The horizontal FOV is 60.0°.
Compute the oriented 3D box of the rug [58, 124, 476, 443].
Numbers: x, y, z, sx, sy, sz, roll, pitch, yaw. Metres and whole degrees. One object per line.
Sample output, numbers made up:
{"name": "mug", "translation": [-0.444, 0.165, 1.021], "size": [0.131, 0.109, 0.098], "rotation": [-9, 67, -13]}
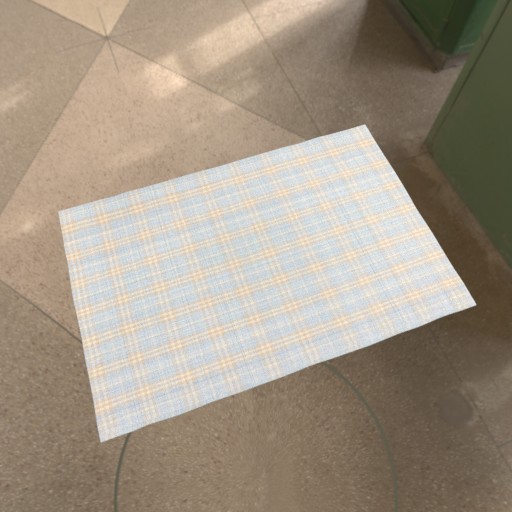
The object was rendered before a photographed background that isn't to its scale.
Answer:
{"name": "rug", "translation": [0.000, 0.000, 2.261], "size": [1.835, 0.012, 1.231], "rotation": [-18, 65, -9]}
